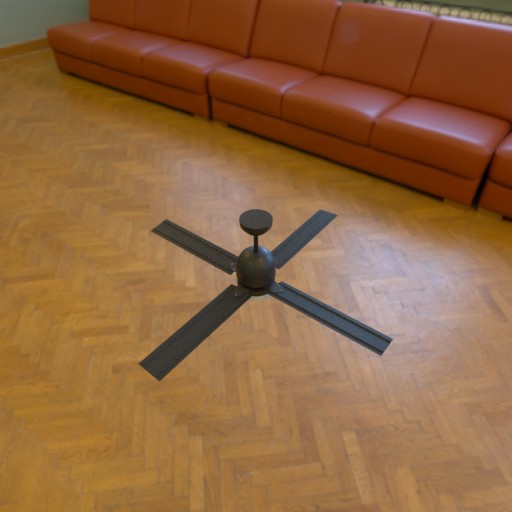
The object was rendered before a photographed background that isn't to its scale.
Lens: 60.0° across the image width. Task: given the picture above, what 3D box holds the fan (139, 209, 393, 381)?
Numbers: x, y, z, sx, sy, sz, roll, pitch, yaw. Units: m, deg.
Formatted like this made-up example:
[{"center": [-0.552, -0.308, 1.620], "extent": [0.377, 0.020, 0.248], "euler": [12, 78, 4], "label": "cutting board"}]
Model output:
[{"center": [0.000, 0.000, 1.977], "extent": [1.319, 0.410, 1.319], "euler": [26, 47, 27], "label": "fan"}]
